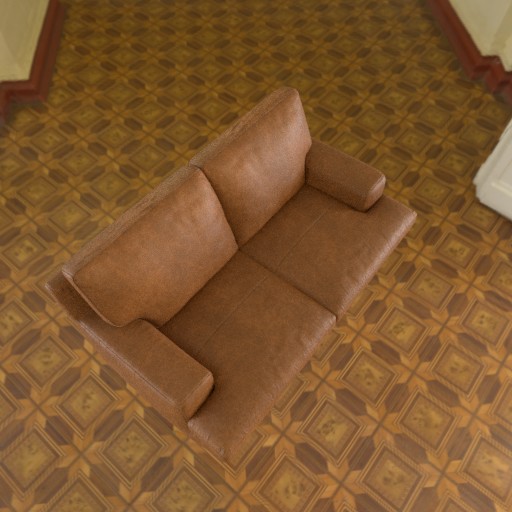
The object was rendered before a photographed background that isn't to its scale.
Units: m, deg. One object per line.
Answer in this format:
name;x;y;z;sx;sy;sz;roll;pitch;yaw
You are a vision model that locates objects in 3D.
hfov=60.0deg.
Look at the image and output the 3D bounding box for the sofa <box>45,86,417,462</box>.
sofa;0.000;0.000;2.512;1.144;0.966;1.880;35;64;20
